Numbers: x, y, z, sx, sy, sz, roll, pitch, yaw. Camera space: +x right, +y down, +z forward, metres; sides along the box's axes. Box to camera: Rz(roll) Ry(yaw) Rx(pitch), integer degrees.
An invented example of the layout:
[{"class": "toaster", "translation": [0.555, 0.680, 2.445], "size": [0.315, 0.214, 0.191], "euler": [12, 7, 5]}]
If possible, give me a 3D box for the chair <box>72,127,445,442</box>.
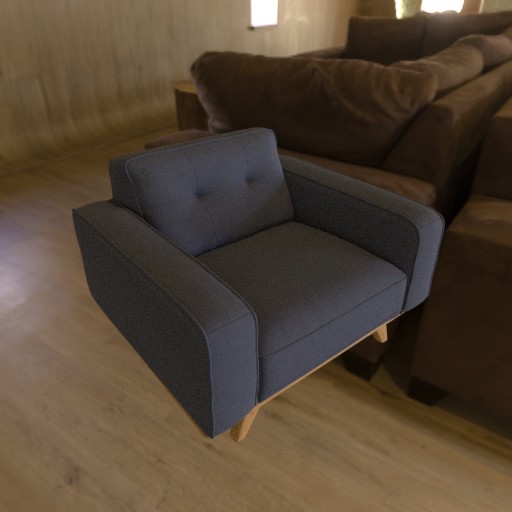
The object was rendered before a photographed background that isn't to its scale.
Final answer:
[{"class": "chair", "translation": [0.000, 0.000, 1.765], "size": [1.118, 0.783, 0.953], "euler": [-22, 37, -33]}]
